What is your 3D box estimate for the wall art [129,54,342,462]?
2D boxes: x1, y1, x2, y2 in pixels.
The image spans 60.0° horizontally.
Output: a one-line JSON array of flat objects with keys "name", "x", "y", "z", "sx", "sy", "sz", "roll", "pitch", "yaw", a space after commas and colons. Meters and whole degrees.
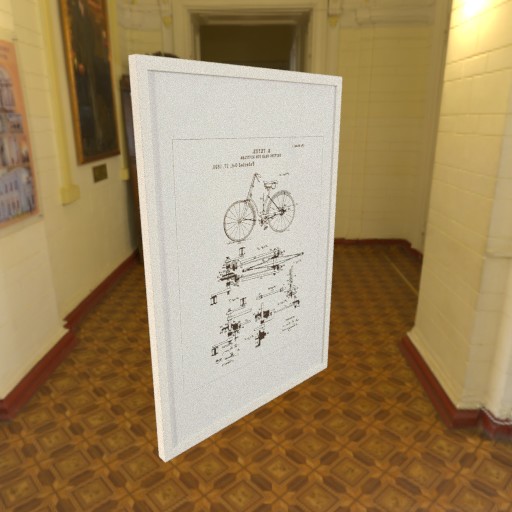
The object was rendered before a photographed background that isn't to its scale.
[{"name": "wall art", "x": 0.000, "y": 0.000, "z": 0.608, "sx": 0.332, "sy": 0.477, "sz": 0.015, "roll": -15, "pitch": 23, "yaw": -41}]
